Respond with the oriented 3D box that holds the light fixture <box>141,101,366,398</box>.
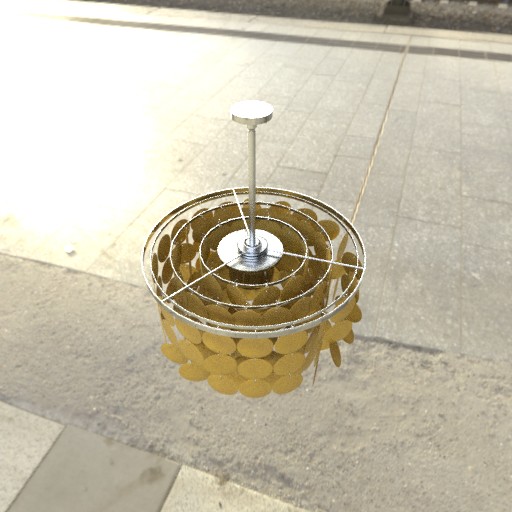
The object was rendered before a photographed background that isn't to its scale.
[{"bbox_3d":[0.000,0.000,0.722,0.368,0.492,0.368,0,41,0],"label":"light fixture"}]
